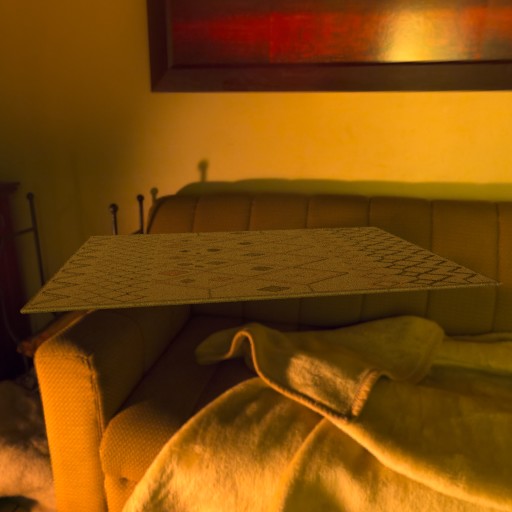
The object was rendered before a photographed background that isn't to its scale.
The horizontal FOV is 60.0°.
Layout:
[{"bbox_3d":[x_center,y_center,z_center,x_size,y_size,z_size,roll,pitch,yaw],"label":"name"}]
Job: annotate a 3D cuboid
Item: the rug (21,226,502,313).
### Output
[{"bbox_3d":[0.000,0.000,2.233,1.829,0.016,1.219,-2,15,-9],"label":"rug"}]
